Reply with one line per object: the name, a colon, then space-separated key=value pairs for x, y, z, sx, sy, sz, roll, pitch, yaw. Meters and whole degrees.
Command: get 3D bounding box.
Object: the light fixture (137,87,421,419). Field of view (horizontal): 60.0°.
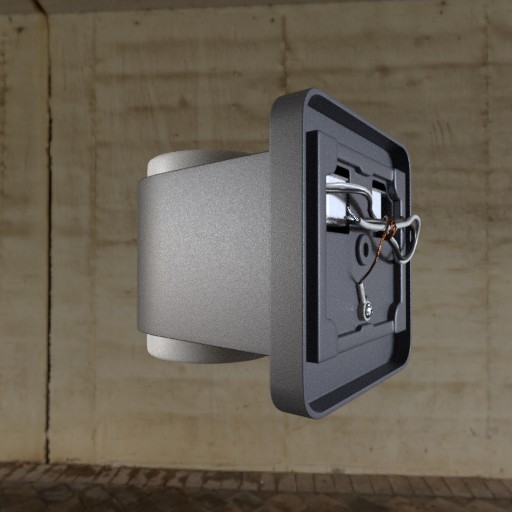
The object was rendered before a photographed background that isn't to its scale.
light fixture: x=0.000 y=0.000 z=0.214 sx=0.132 sy=0.109 sz=0.109 roll=-1 pitch=-1 yaw=36
